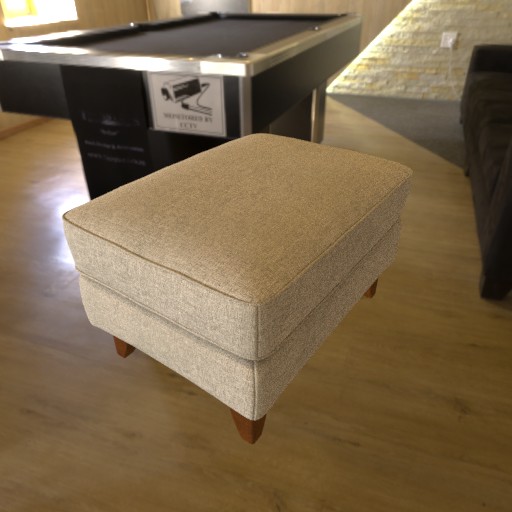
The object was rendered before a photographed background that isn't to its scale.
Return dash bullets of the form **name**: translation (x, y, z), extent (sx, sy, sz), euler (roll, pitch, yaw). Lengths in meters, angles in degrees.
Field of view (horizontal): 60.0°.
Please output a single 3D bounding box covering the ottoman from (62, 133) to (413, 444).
- **ottoman**: translation (0.000, 0.000, 1.383), extent (0.661, 0.561, 0.889), euler (21, 38, 29)
